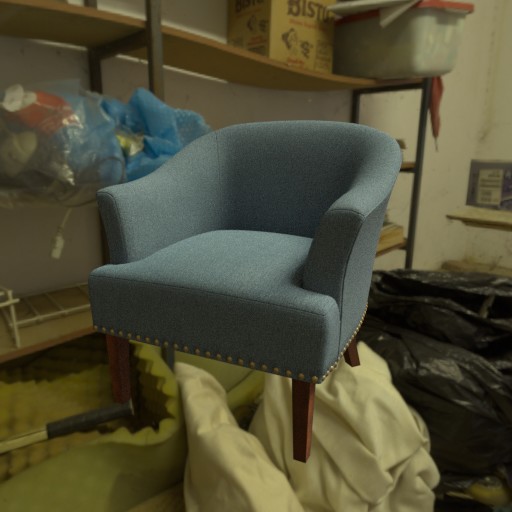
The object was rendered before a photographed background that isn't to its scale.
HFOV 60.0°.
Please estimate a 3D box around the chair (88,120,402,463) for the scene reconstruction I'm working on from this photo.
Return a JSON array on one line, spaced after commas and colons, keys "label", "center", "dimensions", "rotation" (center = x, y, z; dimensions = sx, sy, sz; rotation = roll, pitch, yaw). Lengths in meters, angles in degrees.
[{"label": "chair", "center": [0.000, 0.000, 1.344], "dimensions": [0.772, 0.815, 0.704], "rotation": [7, 16, 25]}]
